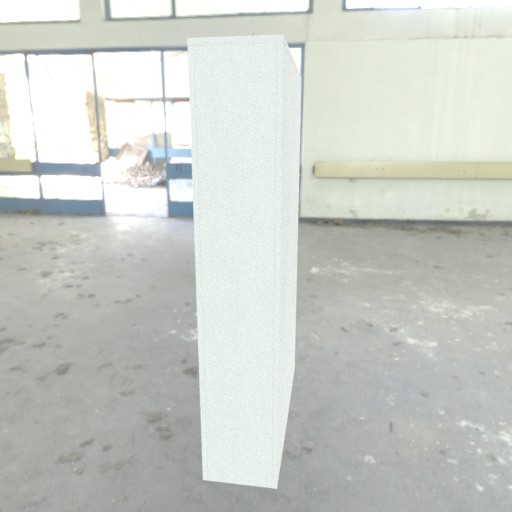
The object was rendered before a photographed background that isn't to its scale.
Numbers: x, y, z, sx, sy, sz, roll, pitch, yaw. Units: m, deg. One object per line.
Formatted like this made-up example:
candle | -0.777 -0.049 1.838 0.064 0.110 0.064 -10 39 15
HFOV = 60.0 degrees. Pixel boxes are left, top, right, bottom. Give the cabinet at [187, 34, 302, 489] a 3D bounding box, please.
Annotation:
cabinet | 0.000 0.000 1.582 0.250 1.280 0.750 2 15 9
